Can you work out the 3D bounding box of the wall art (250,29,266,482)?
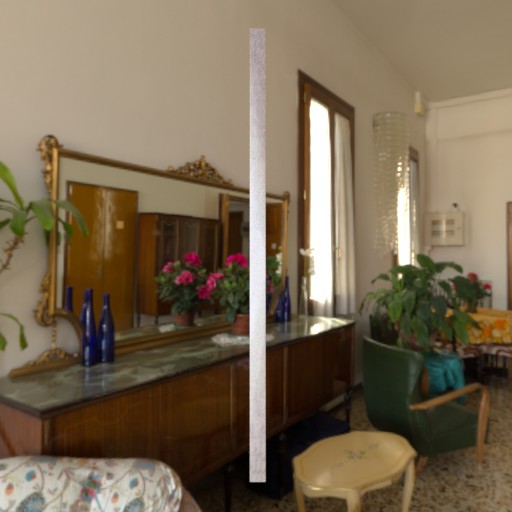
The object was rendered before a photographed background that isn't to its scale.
[{"bbox_3d":[0.000,0.000,1.125,0.027,0.762,0.762,0,0,0],"label":"wall art"}]
